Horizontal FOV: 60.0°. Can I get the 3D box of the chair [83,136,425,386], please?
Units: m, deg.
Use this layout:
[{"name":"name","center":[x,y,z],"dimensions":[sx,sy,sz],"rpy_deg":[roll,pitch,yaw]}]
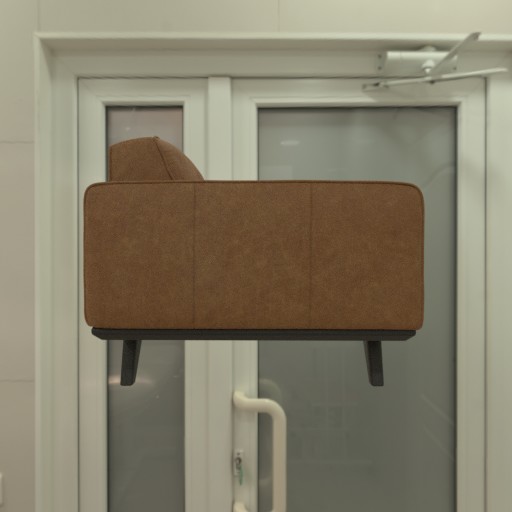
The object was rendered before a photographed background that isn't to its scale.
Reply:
[{"name":"chair","center":[0.000,0.000,1.737],"dimensions":[0.952,0.782,1.118],"rpy_deg":[0,0,0]}]
